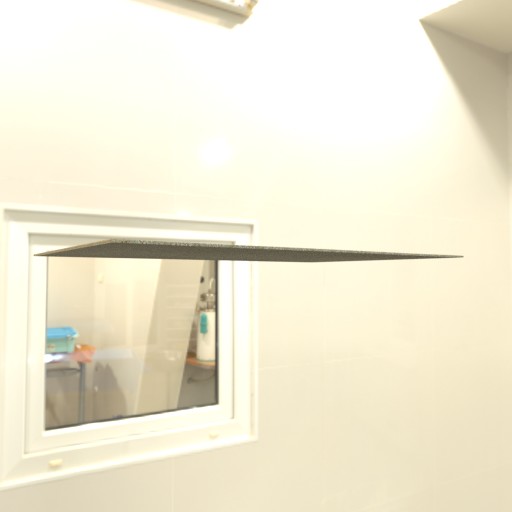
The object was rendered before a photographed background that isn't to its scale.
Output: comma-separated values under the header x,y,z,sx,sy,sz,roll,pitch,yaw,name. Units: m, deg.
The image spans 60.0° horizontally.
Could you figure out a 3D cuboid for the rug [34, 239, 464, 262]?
x,y,z,sx,sy,sz,roll,pitch,yaw,name
0.000,0.000,2.966,2.448,0.012,1.540,2,-3,-36,rug
